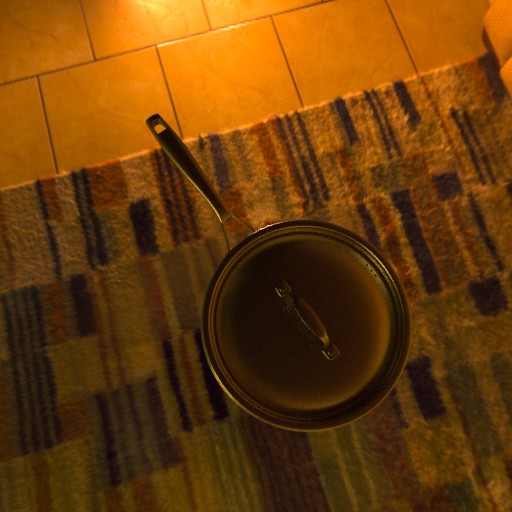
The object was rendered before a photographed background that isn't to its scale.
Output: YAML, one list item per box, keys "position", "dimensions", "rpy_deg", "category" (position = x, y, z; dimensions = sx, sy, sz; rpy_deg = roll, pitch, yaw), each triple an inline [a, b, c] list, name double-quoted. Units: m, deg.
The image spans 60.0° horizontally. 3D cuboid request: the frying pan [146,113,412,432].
- position: [0.000, 0.000, 0.603]
  dimensions: [0.272, 0.086, 0.490]
  rpy_deg: [-36, 79, -8]
  category: "frying pan"
